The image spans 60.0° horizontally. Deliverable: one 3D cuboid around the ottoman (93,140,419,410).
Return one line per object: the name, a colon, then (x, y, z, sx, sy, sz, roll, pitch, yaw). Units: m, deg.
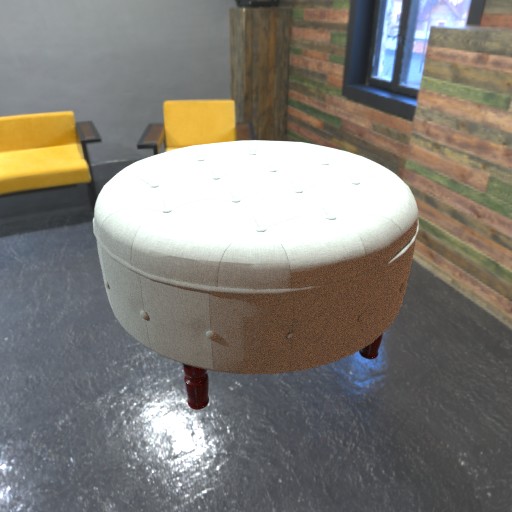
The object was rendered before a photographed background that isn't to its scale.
ottoman: (0.000, 0.000, 1.293, 0.850, 0.483, 0.850, 0, 30, 0)
